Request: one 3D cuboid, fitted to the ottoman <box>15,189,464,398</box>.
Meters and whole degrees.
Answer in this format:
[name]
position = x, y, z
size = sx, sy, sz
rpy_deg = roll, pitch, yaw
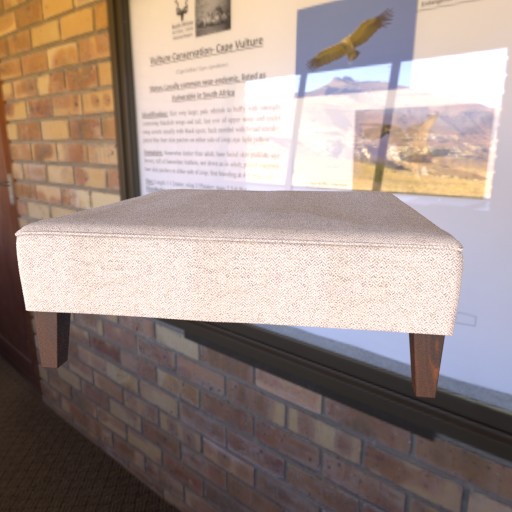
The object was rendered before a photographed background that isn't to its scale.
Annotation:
[ottoman]
position = 0.000, 0.000, 1.427
size = 0.982, 0.381, 0.973
rpy_deg = 2, 14, 8
